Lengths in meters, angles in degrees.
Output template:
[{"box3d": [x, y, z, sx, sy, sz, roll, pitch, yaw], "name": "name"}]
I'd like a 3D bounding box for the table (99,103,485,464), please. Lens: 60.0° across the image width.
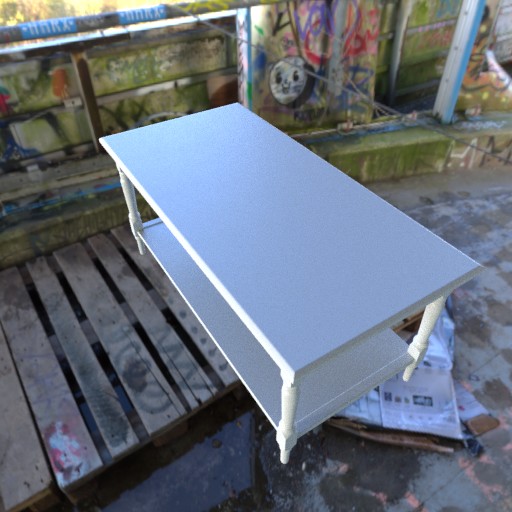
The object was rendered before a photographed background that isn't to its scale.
[{"box3d": [0.000, 0.000, 1.426, 0.551, 0.506, 1.109, -23, 47, -24], "name": "table"}]
